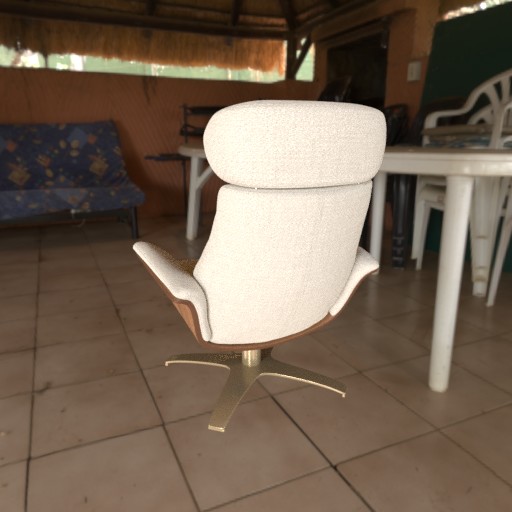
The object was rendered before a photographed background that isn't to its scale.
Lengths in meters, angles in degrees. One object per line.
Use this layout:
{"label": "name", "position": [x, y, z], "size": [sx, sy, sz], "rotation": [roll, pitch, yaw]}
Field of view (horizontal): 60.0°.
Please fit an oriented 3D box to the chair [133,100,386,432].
{"label": "chair", "position": [0.000, 0.000, 1.577], "size": [0.785, 0.995, 0.837], "rotation": [-7, 17, -25]}
